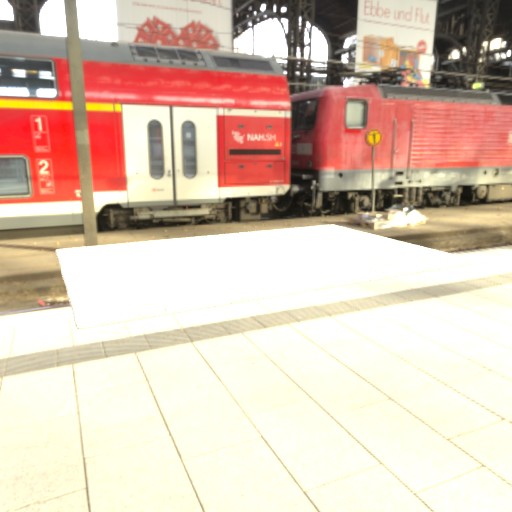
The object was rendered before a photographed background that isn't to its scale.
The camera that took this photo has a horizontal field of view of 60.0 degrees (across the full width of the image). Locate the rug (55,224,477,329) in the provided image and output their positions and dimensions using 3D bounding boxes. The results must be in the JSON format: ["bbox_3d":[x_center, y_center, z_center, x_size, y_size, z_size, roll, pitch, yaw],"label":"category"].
[{"bbox_3d":[0.000,0.000,3.408,2.743,0.030,1.778,-7,15,-26],"label":"rug"}]
